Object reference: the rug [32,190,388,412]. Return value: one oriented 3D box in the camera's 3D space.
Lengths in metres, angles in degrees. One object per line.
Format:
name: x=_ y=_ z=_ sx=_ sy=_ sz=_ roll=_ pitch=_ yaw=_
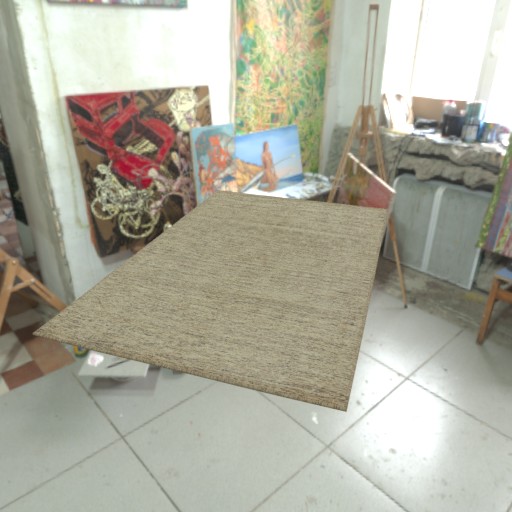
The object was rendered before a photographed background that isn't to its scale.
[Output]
rug: x=0.000 y=0.000 z=2.309 sx=1.211 sy=0.018 sz=1.822 roll=9 pitch=28 yaw=17
